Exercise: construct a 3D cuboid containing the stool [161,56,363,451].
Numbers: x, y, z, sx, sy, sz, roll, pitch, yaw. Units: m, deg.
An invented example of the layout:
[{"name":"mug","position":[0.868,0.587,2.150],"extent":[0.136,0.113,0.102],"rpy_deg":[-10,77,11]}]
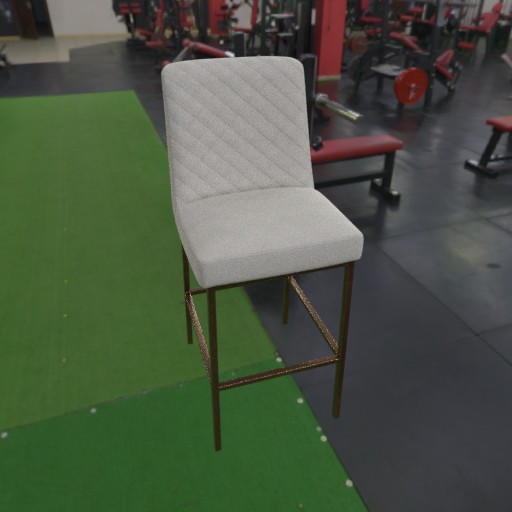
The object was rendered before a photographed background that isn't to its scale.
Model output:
[{"name":"stool","position":[0.000,0.000,1.398],"extent":[0.462,1.084,0.546],"rpy_deg":[-9,34,-14]}]
